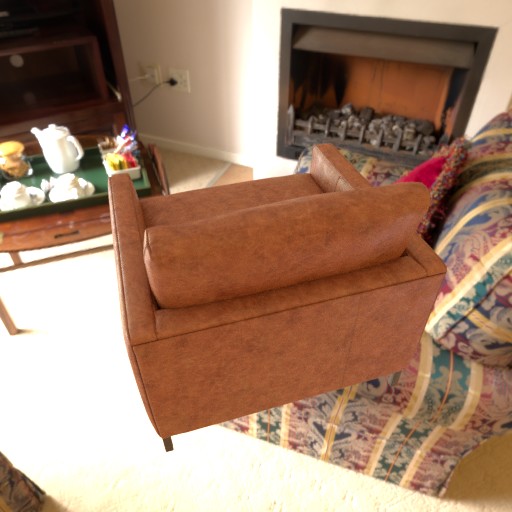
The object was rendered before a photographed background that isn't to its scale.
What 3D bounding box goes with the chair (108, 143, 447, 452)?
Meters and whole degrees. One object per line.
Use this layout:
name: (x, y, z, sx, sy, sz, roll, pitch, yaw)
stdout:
chair: (0.000, 0.000, 1.626, 0.967, 0.869, 0.862, -11, 42, -13)
